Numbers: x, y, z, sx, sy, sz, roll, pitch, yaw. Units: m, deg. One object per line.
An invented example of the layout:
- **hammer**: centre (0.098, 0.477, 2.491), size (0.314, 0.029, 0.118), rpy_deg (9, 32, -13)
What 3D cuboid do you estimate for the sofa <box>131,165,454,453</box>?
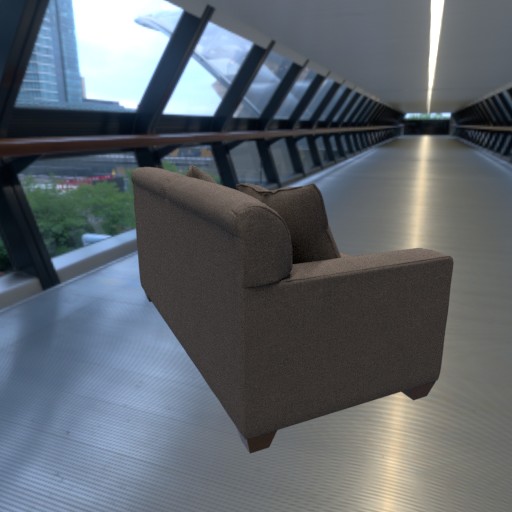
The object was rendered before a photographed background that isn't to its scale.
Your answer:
- **sofa**: centre (0.000, 0.000, 2.450), size (1.000, 0.958, 1.846), rpy_deg (-7, 17, -24)
